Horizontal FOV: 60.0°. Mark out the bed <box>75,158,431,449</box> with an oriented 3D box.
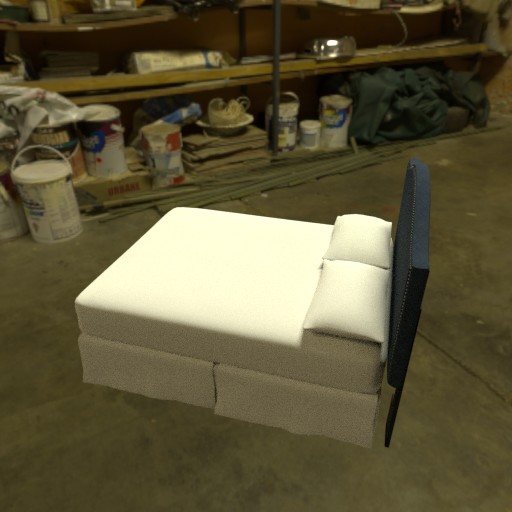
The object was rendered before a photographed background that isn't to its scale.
[{"bbox_3d":[0.000,0.000,3.235,2.153,1.518,1.713,8,32,14],"label":"bed"}]
